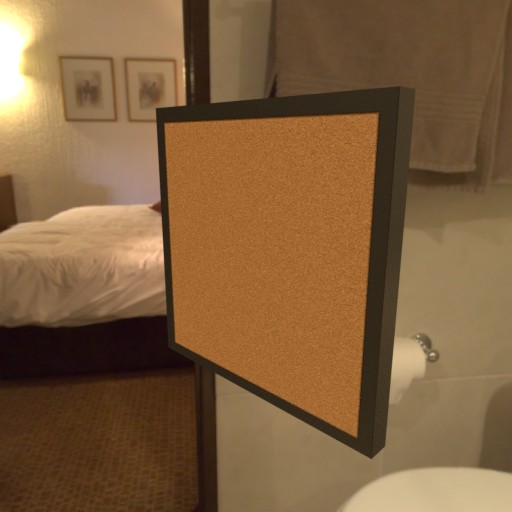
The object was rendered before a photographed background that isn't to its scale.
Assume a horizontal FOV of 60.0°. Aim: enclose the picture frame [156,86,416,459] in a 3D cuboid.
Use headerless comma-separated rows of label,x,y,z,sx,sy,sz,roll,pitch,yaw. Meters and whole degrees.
picture frame,0.000,0.000,0.532,0.355,0.353,0.029,14,20,43
